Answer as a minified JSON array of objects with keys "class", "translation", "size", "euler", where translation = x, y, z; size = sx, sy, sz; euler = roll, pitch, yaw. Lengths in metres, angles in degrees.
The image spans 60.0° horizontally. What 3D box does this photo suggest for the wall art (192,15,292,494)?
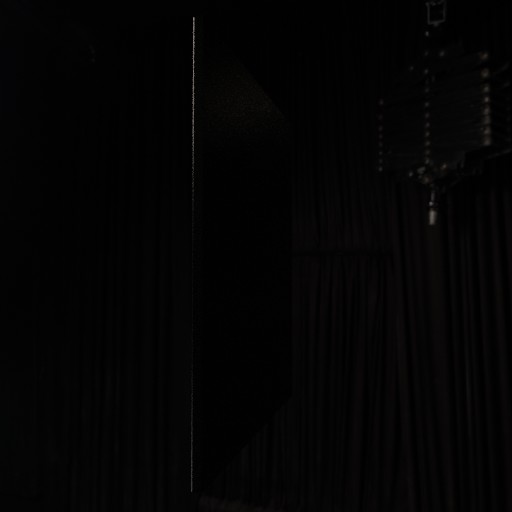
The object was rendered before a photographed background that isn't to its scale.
[{"class":"wall art","translation":[0.000,0.000,0.750],"size":[0.013,0.582,0.442],"euler":[-1,-2,19]}]
